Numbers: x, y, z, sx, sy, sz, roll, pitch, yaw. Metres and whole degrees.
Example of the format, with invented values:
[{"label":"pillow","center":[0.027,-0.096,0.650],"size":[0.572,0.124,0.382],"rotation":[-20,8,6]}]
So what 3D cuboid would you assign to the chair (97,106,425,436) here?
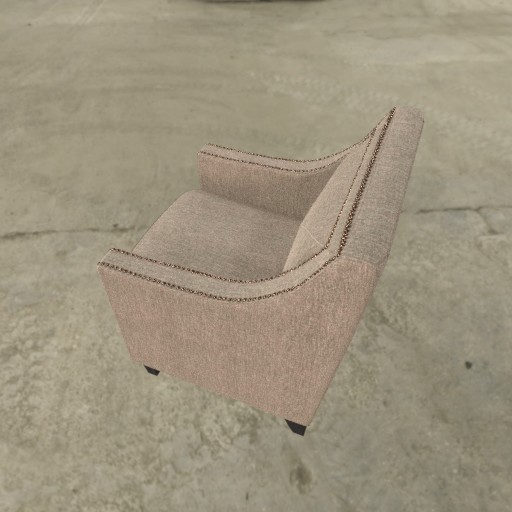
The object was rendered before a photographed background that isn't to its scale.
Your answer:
[{"label":"chair","center":[0.000,0.000,1.626],"size":[0.884,0.967,0.776],"rotation":[16,47,15]}]
